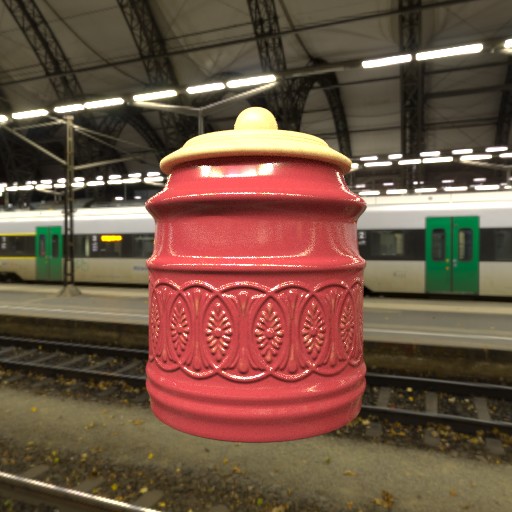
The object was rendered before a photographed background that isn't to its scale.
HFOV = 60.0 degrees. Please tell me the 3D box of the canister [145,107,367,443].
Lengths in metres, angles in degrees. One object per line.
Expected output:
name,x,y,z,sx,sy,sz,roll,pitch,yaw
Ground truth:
canister,0.000,0.000,0.267,0.130,0.176,0.130,0,1,0
